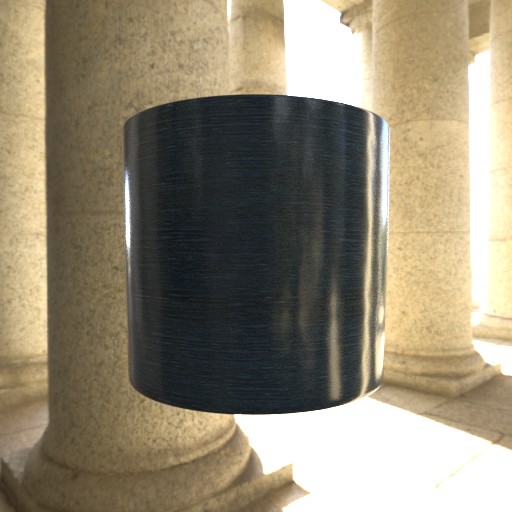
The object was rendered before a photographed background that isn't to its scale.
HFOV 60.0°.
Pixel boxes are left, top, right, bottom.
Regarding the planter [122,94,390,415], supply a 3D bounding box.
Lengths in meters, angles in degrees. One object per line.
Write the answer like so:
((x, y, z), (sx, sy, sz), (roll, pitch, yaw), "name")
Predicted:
((0.000, 0.000, 0.383), (0.221, 0.201, 0.221), (0, 1, 0), "planter")
